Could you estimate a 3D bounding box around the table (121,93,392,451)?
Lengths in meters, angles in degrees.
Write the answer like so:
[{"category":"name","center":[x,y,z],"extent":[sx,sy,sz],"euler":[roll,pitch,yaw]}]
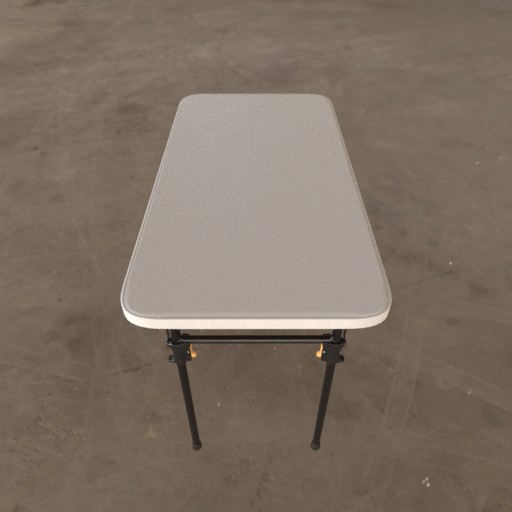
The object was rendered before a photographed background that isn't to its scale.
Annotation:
[{"category":"table","center":[0.000,0.000,1.632],"extent":[0.610,0.729,1.219],"euler":[0,42,0]}]
